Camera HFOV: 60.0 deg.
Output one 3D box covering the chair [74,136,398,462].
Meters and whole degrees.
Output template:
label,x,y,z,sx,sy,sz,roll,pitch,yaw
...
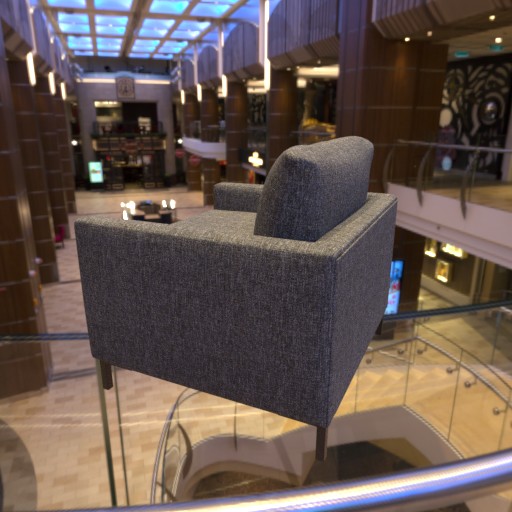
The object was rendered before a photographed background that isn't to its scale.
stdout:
label,x,y,z,sx,sy,sz,roll,pitch,yaw
chair,0.000,0.000,1.668,0.866,0.861,0.963,8,19,24
